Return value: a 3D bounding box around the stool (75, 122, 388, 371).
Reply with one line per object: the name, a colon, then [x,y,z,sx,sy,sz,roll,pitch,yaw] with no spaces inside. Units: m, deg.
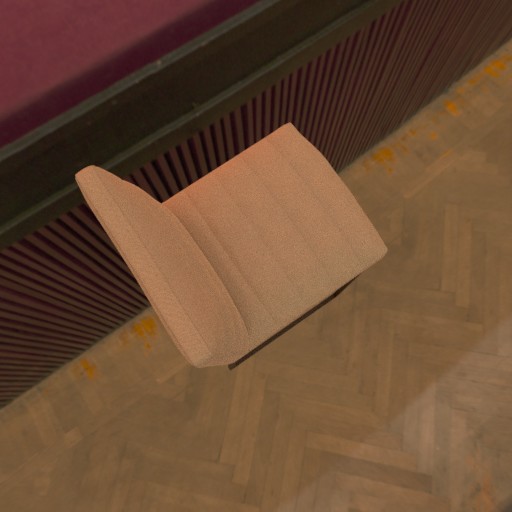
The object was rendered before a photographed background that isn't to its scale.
stool: [0.000,0.000,1.346,0.573,1.061,0.464,-33,78,-8]
